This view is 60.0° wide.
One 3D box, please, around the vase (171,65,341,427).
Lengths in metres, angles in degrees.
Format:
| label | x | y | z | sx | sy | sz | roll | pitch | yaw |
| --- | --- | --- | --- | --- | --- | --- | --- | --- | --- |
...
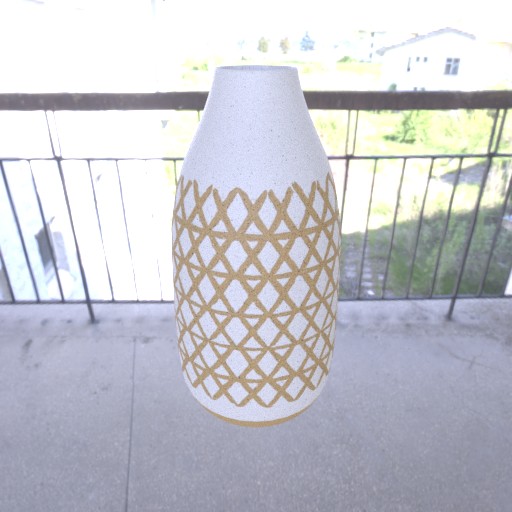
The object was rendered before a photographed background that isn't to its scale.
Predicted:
| label | x | y | z | sx | sy | sz | roll | pitch | yaw |
| --- | --- | --- | --- | --- | --- | --- | --- | --- | --- |
| vase | 0.000 | 0.000 | 0.484 | 0.186 | 0.380 | 0.186 | 0 | 26 | 0 |
